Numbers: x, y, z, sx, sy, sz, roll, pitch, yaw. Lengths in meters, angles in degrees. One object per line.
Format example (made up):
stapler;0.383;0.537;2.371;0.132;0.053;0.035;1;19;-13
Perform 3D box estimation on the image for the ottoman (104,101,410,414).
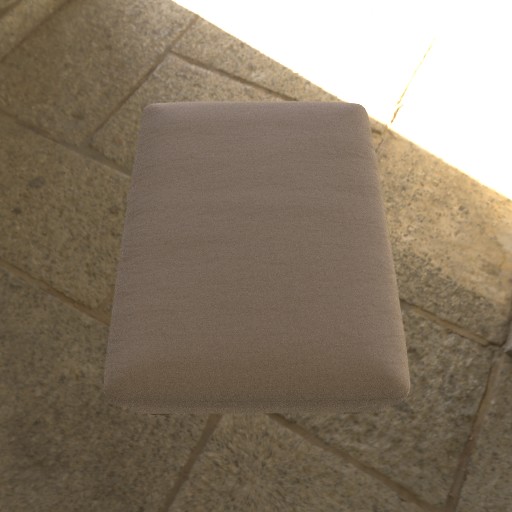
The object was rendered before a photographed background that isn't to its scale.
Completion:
ottoman;0.000;0.000;1.129;0.606;0.420;0.771;0;63;0
